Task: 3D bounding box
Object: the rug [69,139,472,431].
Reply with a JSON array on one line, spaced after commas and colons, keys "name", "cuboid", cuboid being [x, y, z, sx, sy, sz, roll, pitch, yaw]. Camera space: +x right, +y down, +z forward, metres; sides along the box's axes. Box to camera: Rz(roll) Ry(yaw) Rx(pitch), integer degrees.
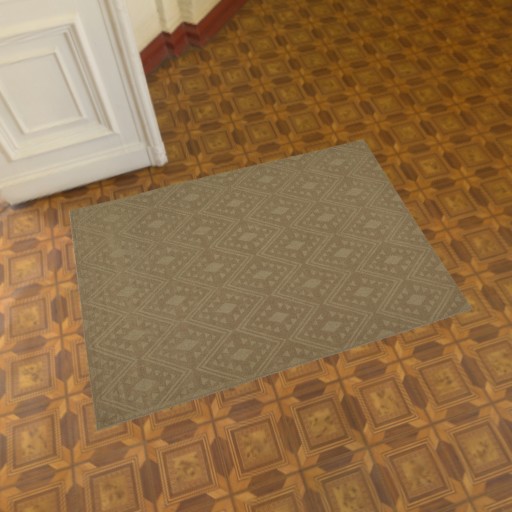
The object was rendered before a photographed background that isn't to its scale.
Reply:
[{"name": "rug", "cuboid": [0.000, 0.000, 2.348, 1.829, 0.034, 1.252, -15, 59, -9]}]
